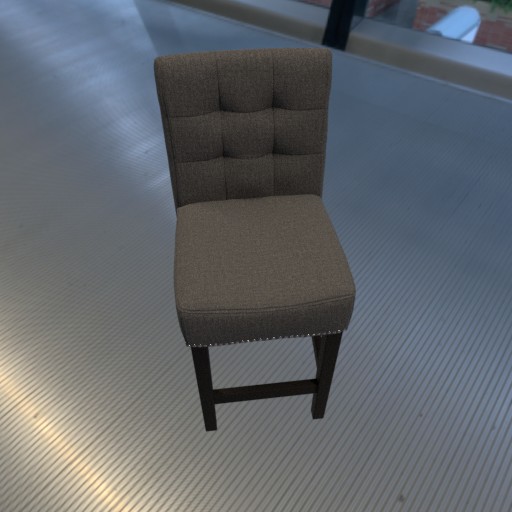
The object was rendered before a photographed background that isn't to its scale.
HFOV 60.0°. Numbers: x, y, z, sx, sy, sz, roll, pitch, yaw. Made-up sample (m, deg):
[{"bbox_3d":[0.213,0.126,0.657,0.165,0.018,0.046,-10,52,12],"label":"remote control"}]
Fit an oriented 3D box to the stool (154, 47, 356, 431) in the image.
[{"bbox_3d":[0.000,0.000,1.195,0.427,0.885,0.571,-5,48,-4],"label":"stool"}]
